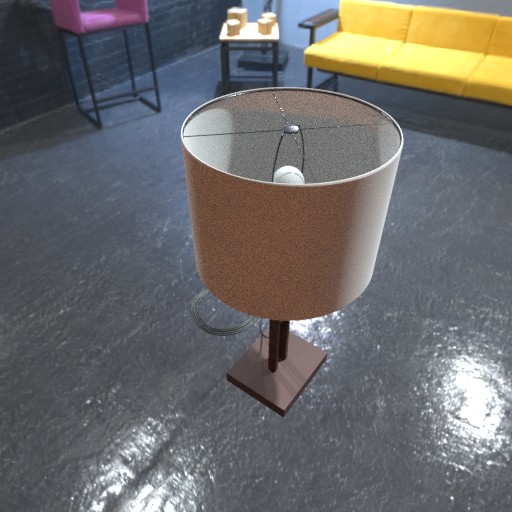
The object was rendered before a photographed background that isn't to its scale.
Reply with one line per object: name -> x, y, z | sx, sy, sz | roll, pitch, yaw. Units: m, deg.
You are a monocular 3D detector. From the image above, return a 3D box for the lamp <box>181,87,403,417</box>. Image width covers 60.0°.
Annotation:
lamp -> 0.000, 0.000, 0.987 | 0.525, 0.668, 0.396 | 26, 47, 27
